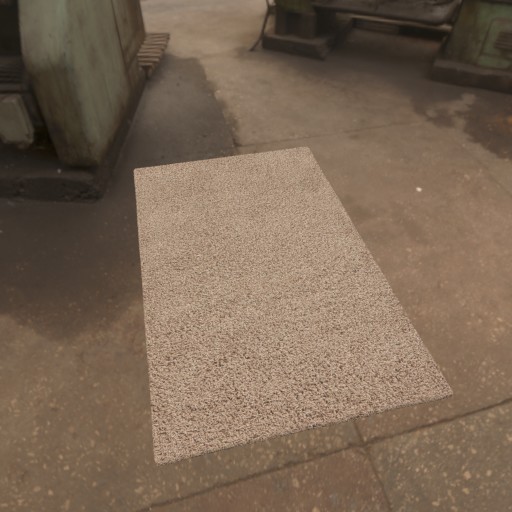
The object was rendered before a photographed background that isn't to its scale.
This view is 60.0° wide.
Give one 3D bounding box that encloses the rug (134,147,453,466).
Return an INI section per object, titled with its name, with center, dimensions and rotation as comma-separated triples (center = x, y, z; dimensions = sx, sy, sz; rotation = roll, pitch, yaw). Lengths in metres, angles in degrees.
[rug]
center = 0.000, 0.000, 2.989
dimensions = 1.524, 0.030, 2.438
rotation = -10, 46, -9
